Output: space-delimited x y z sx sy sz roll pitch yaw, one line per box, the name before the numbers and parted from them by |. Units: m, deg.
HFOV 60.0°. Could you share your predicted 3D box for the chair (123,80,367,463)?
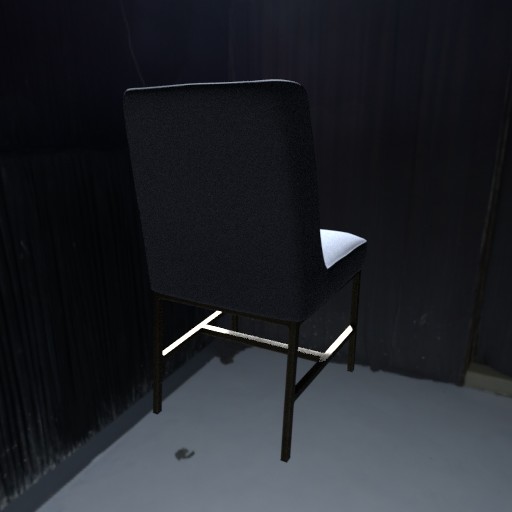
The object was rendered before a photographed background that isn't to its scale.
chair | 0.000 0.000 1.277 0.508 0.889 0.587 8 18 27
